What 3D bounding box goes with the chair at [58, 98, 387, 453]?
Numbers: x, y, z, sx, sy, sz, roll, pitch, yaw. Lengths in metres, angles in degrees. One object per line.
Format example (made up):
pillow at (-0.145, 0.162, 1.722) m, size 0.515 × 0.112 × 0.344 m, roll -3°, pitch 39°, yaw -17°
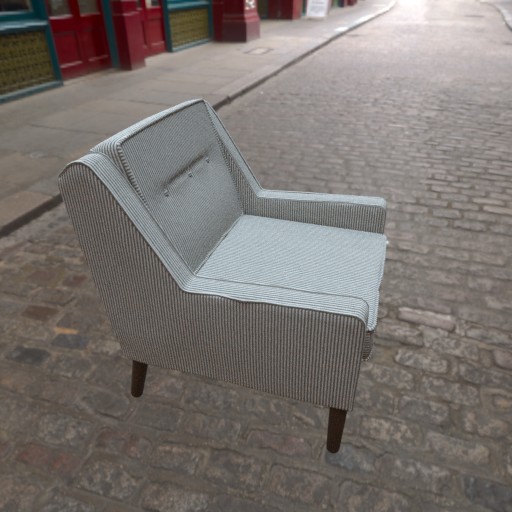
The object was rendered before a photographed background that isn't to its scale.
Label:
chair at (0.000, 0.000, 1.324) m, size 0.743 × 0.792 × 0.663 m, roll 10°, pitch 33°, yaw 15°
